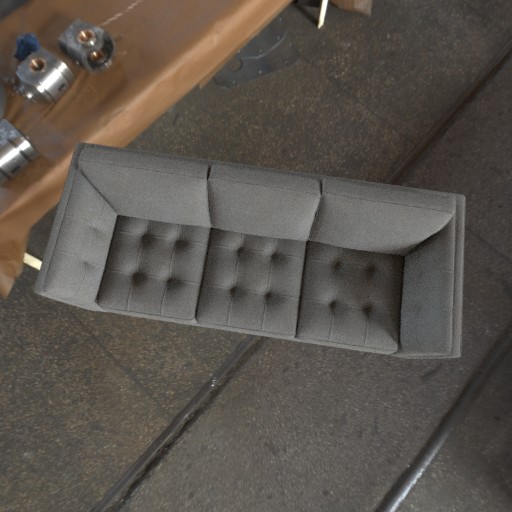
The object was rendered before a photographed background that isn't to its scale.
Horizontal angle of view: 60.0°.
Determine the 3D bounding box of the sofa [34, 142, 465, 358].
[{"bbox_3d":[0.000,0.000,2.856,2.387,0.940,0.965,8,75,2],"label":"sofa"}]
